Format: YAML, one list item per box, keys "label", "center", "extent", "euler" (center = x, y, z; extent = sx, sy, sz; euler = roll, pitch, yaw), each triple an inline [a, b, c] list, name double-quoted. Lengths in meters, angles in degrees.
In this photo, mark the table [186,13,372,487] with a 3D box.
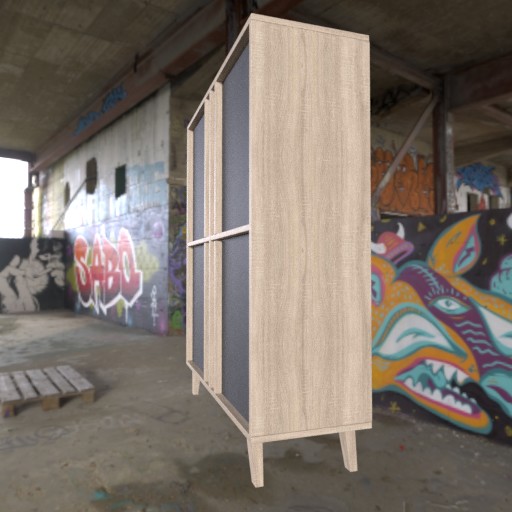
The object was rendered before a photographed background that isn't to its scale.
- label: "table"
  center: [0.000, 0.000, 1.864]
  extent: [0.398, 1.388, 1.111]
  euler: [0, -2, -18]
